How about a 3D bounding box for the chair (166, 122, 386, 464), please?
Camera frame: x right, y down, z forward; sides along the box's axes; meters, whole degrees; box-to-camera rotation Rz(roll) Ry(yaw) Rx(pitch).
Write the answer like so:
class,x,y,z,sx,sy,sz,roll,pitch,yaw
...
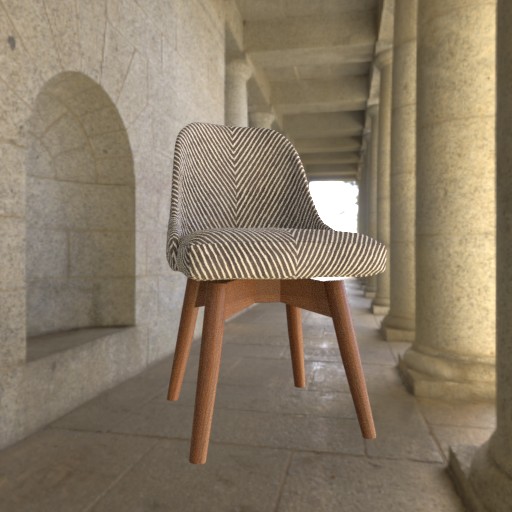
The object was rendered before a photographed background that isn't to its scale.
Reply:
class,x,y,z,sx,sy,sz,roll,pitch,yaw
chair,0.000,0.000,1.249,0.504,0.883,0.591,0,1,-18
